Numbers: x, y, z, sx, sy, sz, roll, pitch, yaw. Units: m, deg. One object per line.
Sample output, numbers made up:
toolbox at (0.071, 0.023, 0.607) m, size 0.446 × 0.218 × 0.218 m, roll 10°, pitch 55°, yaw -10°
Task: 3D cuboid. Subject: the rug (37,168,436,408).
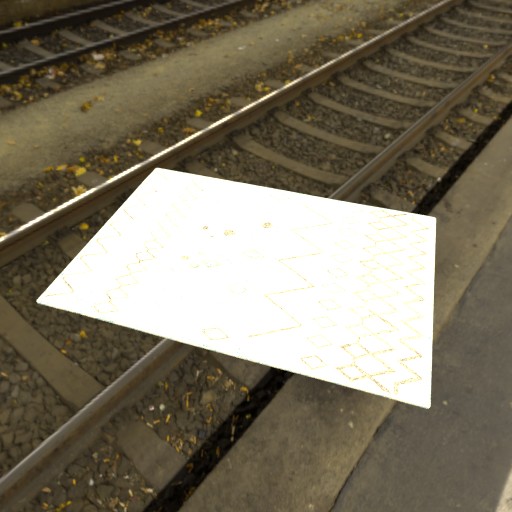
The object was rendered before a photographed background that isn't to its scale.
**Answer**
rug at (0.000, 0.000, 2.367) m, size 1.820 × 0.009 × 1.260 m, roll 12°, pitch 44°, yaw 13°
